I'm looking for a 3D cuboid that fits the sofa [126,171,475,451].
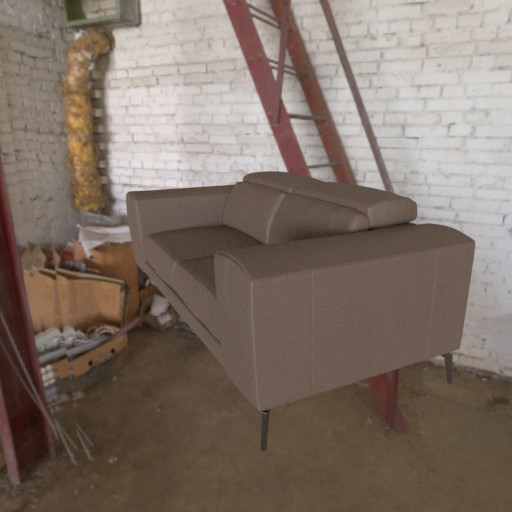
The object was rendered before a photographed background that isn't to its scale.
[{"bbox_3d":[0.000,0.000,2.369,1.003,0.779,1.895,-8,18,-26],"label":"sofa"}]
